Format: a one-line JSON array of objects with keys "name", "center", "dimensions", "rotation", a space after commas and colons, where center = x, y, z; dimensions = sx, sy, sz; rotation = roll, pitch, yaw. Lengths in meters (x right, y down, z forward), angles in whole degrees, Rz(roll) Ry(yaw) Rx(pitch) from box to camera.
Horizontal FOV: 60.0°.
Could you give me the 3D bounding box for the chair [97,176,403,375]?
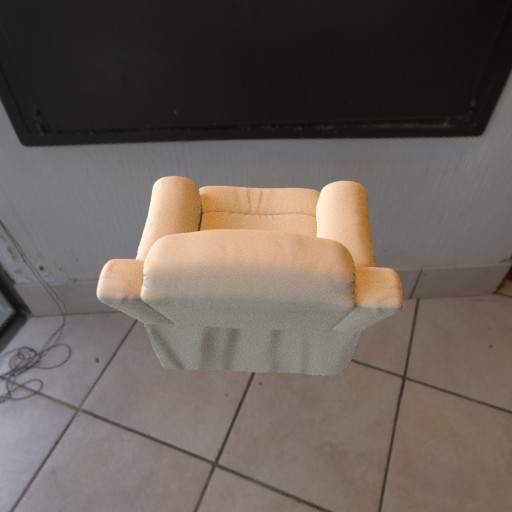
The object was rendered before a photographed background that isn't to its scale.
[{"name": "chair", "center": [0.000, 0.000, 1.266], "dimensions": [0.680, 0.702, 0.709], "rotation": [2, 49, 2]}]
